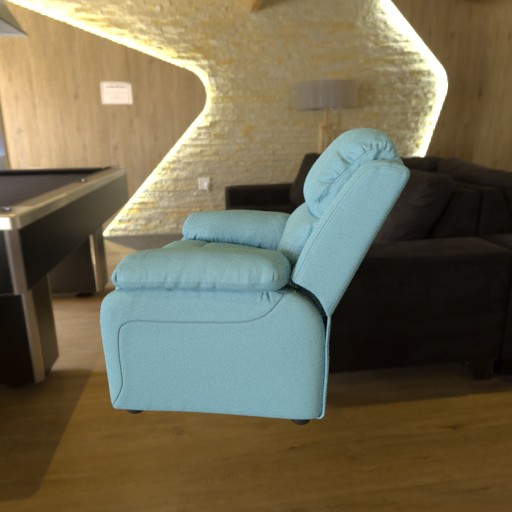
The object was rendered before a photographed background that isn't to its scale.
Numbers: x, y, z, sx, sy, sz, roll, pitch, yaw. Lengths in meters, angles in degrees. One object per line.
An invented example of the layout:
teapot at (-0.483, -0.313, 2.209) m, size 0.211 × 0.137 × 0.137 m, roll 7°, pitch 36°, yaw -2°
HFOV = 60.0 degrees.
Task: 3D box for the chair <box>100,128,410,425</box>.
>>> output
chair at (0.000, 0.000, 1.268) m, size 0.709 × 0.702 × 0.680 m, roll 2°, pitch 16°, yaw 7°
